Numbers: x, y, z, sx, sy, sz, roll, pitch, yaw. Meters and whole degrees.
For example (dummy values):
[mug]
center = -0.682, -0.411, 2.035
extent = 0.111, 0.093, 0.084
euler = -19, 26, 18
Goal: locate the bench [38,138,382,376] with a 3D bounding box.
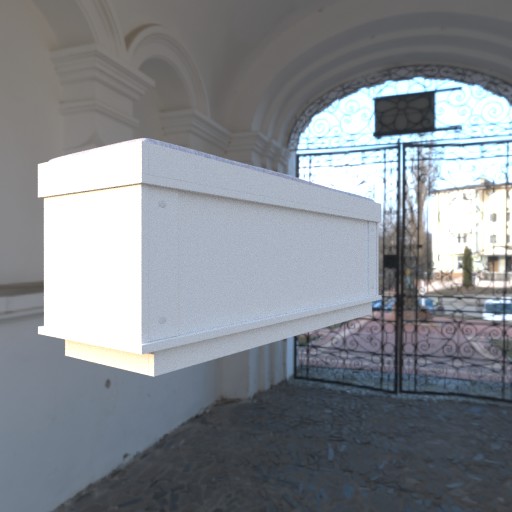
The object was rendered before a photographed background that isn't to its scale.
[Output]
[bench]
center = 0.000, 0.000, 1.377
extent = 0.363, 0.453, 1.196
euler = 0, 0, 36
